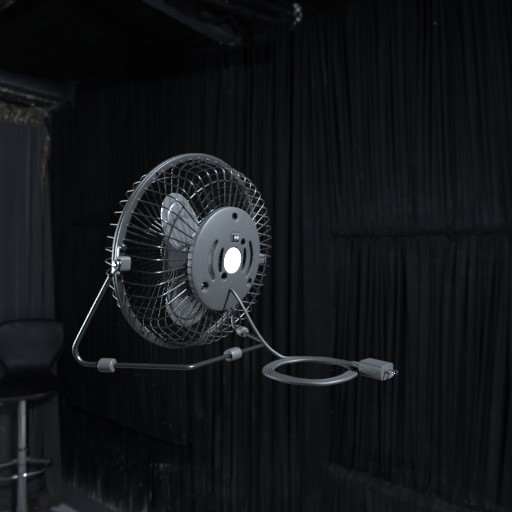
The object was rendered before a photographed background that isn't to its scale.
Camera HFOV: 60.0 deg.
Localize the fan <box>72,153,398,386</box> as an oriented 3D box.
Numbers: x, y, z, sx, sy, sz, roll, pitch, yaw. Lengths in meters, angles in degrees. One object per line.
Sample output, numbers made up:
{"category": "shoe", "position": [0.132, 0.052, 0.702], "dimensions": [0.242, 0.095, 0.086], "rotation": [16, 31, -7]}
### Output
{"category": "fan", "position": [0.000, 0.000, 0.380], "dimensions": [0.227, 0.188, 0.209], "rotation": [1, 1, 36]}
